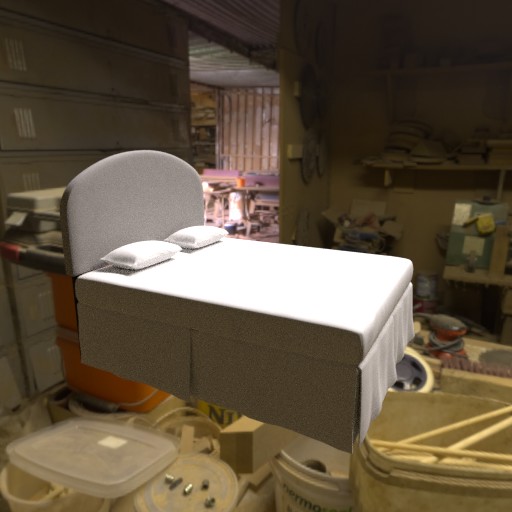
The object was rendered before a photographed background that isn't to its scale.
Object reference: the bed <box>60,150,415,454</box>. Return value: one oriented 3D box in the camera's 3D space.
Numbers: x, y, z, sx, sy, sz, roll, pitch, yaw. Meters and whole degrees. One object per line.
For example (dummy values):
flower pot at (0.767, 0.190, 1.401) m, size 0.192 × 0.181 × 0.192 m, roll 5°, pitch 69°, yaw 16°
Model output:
bed at (0.000, 0.000, 3.073) m, size 2.005 × 1.410 × 1.607 m, roll 7°, pitch 16°, yaw 27°
